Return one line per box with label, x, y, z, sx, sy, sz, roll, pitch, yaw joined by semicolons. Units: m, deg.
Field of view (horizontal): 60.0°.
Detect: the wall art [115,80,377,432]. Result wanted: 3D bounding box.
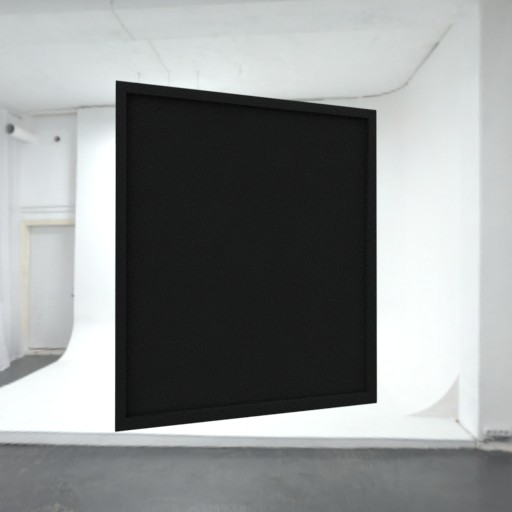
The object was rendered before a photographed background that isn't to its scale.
wall art;0.000;0.000;0.713;0.432;0.508;0.021;0;0;-17
